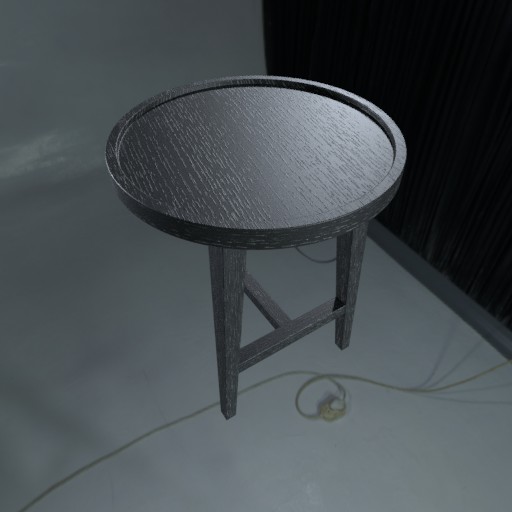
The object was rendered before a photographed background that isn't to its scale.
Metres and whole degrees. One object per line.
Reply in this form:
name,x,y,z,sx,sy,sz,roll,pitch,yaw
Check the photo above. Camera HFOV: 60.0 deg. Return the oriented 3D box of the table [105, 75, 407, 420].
table,0.000,0.000,0.762,0.399,0.460,0.399,0,44,0
